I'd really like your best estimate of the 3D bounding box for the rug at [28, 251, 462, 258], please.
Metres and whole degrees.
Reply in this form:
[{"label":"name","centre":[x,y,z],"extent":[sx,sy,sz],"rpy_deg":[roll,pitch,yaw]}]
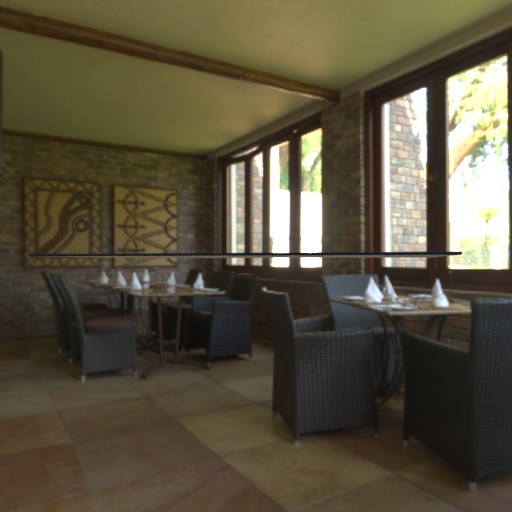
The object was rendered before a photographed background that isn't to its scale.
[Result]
[{"label":"rug","centre":[0.000,0.000,2.924],"extent":[2.290,0.014,1.526],"rpy_deg":[0,-1,17]}]
